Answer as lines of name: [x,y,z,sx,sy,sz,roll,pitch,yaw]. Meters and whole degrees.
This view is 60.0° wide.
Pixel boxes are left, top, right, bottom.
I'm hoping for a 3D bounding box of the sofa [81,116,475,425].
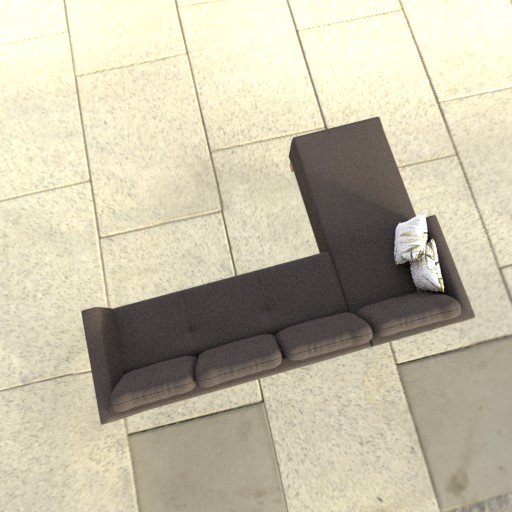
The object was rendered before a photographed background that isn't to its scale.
sofa: [0.000,0.000,3.498,2.679,0.932,1.829,-15,76,-4]
